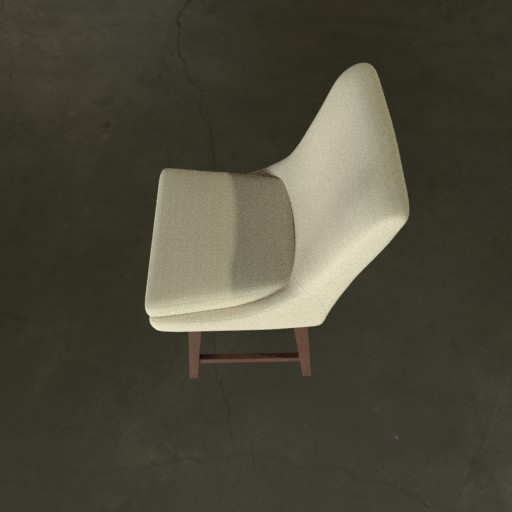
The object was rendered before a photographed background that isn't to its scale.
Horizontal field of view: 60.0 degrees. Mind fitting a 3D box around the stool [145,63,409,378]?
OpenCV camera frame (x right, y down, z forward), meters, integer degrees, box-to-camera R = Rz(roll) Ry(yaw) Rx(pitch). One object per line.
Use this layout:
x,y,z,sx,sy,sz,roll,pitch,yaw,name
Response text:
0.000,0.000,1.297,0.559,0.991,0.483,-1,59,-1,stool
